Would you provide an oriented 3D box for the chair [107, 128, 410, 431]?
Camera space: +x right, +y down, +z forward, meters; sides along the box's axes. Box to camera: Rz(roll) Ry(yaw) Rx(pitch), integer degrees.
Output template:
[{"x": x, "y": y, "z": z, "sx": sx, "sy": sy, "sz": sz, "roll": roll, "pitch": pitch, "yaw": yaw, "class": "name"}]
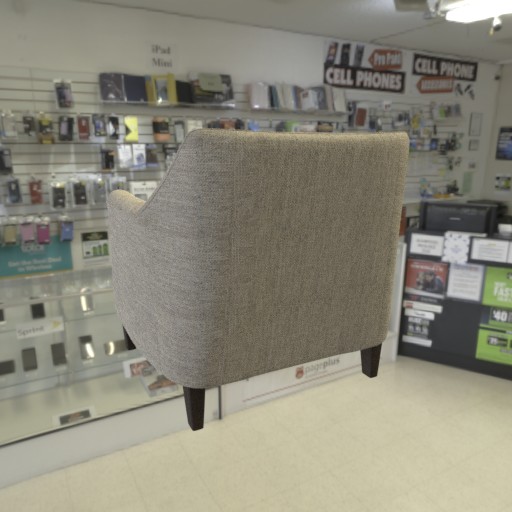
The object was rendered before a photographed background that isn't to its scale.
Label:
[{"x": 0.000, "y": 0.000, "z": 1.422, "sx": 0.796, "sy": 0.761, "sz": 0.758, "roll": -7, "pitch": 16, "yaw": -26, "class": "chair"}]
